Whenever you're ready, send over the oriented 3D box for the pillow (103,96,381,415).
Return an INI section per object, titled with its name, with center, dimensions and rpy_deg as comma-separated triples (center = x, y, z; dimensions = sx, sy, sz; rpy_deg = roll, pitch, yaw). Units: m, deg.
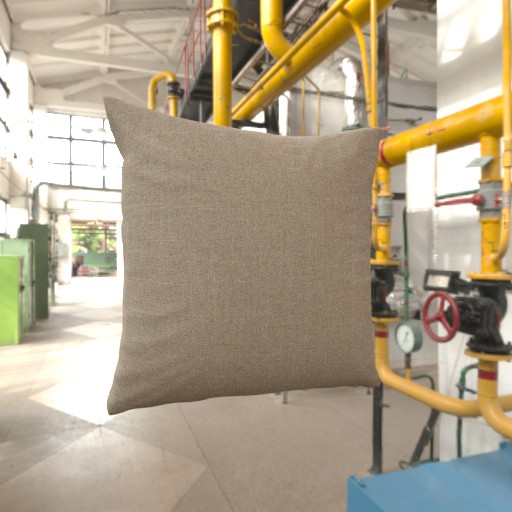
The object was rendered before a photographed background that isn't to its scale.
[pillow]
center = 0.000, 0.000, 0.788
dimensions = 0.513, 0.511, 0.158
rpy_deg = 0, 0, -18
